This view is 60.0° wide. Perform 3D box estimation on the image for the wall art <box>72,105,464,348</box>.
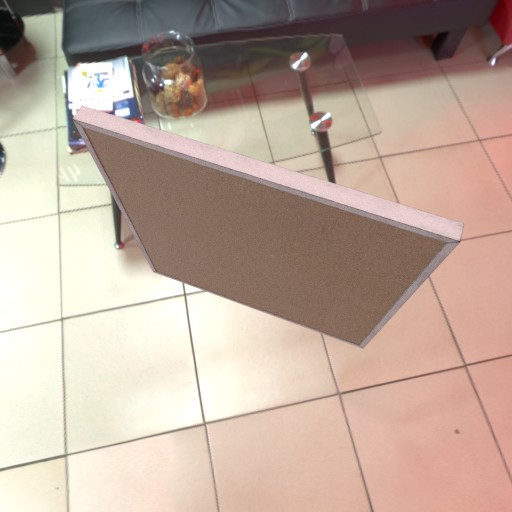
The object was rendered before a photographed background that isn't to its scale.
[{"bbox_3d":[0.000,0.000,1.166,0.762,0.762,0.038,19,66,9],"label":"wall art"}]
